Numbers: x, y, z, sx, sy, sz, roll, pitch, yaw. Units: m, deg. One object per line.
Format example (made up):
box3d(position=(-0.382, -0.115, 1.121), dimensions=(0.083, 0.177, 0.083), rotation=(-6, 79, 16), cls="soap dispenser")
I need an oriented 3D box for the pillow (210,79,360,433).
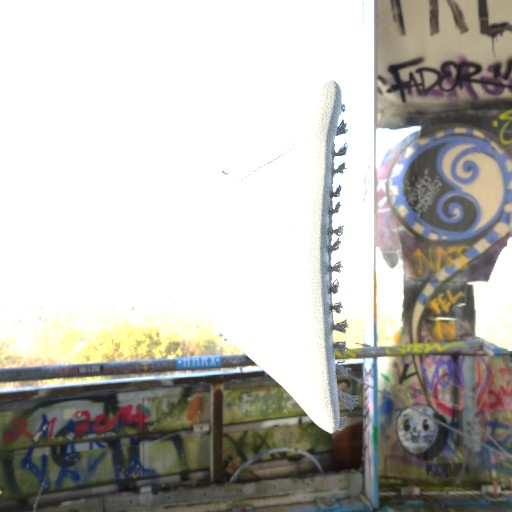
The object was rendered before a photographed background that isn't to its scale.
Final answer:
box3d(position=(0.000, 0.000, 0.591), dimensions=(0.084, 0.305, 0.466), rotation=(0, 0, -17), cls="pillow")
